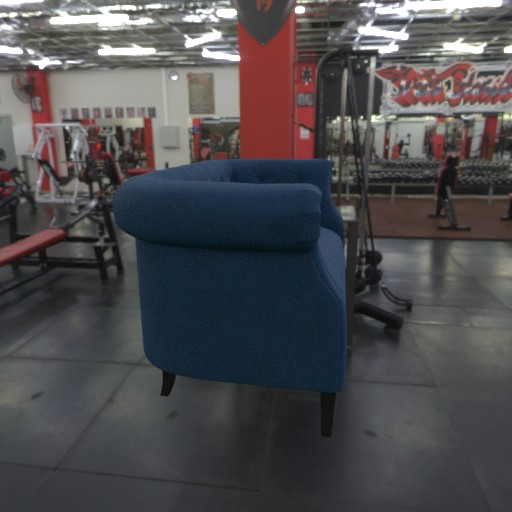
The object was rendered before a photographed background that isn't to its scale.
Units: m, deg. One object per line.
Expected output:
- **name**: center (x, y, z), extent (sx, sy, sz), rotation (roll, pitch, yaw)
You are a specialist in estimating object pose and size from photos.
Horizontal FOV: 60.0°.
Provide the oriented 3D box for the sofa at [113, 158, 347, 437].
- **sofa**: center (0.000, 0.000, 2.065), extent (0.835, 0.827, 1.558), rotation (3, 16, 10)
